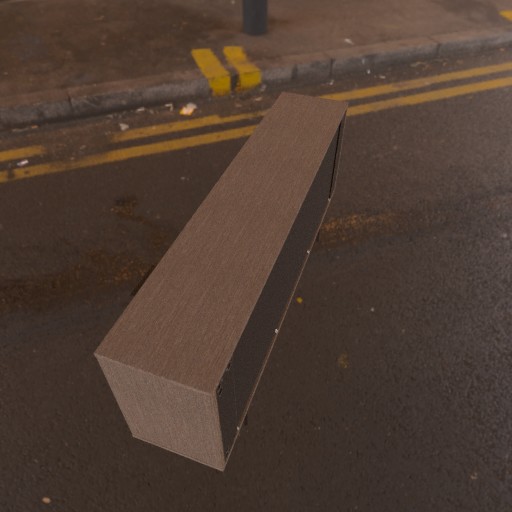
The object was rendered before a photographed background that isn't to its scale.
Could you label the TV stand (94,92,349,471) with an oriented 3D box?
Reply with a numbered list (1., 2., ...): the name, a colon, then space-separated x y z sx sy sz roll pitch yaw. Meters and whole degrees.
1. TV stand: 0.000 0.000 2.114 0.405 0.787 1.804 14 47 14
